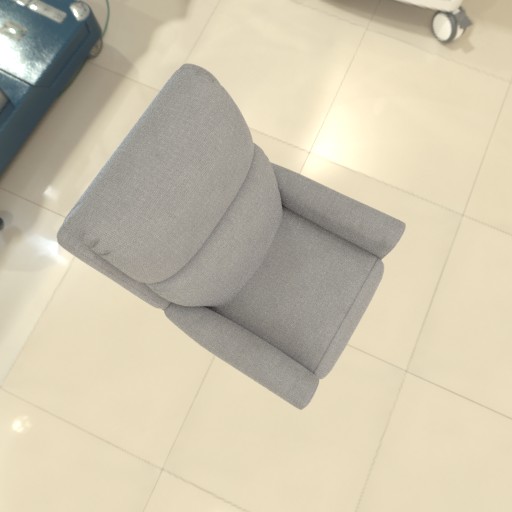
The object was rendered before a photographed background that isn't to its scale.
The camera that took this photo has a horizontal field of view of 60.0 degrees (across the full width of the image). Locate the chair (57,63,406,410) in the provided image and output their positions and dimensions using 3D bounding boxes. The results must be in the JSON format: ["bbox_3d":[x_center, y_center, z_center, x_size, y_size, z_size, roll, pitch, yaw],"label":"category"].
[{"bbox_3d":[0.000,0.000,1.792,1.014,1.054,0.838,31,78,7],"label":"chair"}]
